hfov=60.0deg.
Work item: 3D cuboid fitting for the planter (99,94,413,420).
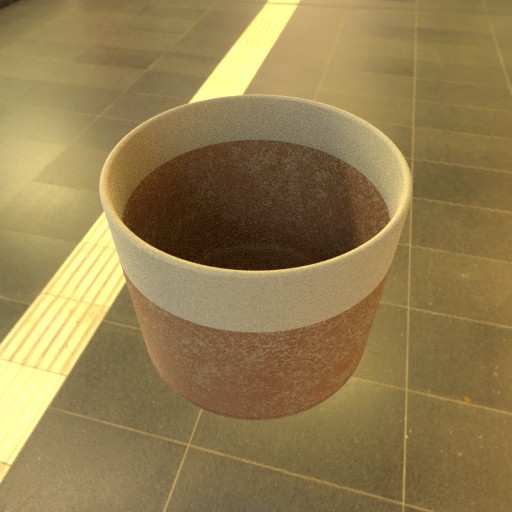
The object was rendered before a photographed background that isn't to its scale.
[{"bbox_3d":[0.000,0.000,0.279,0.159,0.138,0.159,0,45,0],"label":"planter"}]
